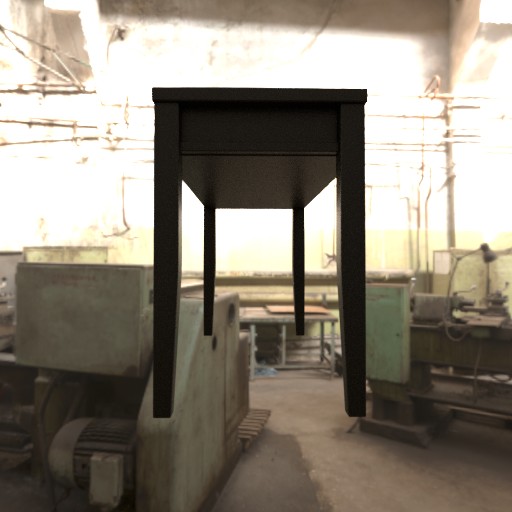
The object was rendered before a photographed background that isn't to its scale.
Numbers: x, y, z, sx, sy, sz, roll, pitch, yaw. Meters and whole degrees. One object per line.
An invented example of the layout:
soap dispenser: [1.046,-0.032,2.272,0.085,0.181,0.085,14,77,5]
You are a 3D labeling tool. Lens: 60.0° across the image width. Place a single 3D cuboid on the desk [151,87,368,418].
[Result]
desk: [0.000,0.000,1.641,0.508,0.775,1.220,0,-1,-1]
